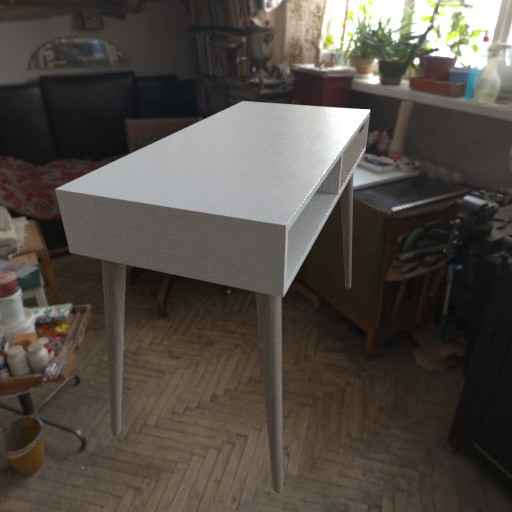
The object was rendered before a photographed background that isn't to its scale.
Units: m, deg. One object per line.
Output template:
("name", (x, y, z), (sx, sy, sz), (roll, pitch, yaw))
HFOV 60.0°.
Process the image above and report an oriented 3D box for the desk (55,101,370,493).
("desk", (0.000, 0.000, 1.367), (0.491, 0.723, 0.979), (10, 31, 18))
